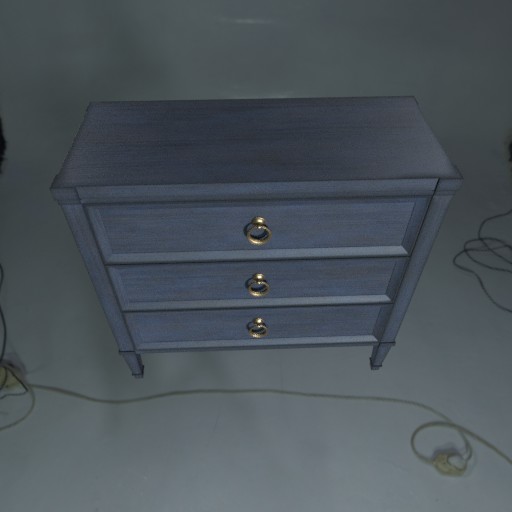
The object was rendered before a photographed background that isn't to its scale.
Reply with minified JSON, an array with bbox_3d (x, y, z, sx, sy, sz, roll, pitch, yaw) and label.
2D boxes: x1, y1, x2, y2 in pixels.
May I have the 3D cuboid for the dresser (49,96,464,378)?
[{"bbox_3d":[0.000,0.000,1.627,1.049,0.986,0.463,-2,46,-2],"label":"dresser"}]
